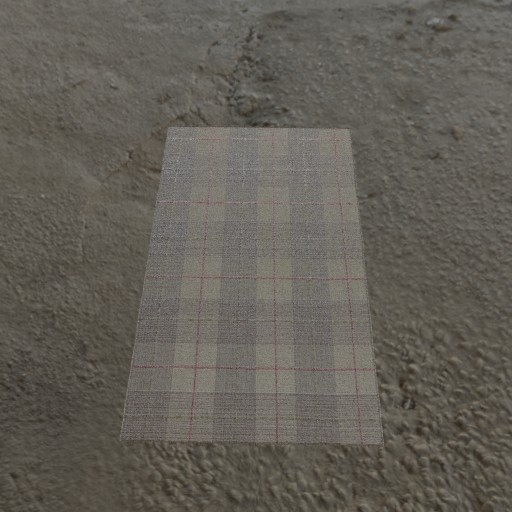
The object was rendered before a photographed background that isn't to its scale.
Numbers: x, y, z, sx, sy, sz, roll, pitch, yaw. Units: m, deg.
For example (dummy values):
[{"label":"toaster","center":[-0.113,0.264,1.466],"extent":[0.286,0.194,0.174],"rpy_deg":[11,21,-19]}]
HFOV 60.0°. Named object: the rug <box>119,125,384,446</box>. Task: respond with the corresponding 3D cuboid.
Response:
[{"label":"rug","center":[0.000,0.000,3.145],"extent":[1.549,0.010,2.464],"rpy_deg":[1,62,0]}]
